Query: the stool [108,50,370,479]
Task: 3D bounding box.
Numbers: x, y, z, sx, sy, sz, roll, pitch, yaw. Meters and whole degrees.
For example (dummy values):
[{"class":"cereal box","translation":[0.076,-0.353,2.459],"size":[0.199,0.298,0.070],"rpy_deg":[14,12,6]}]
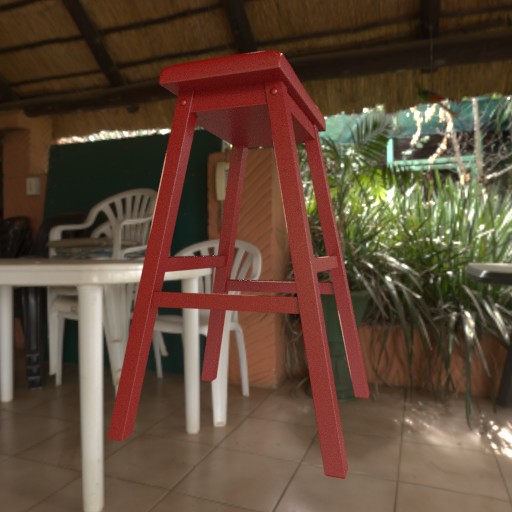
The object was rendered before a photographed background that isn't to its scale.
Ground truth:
[{"class":"stool","translation":[0.000,0.000,1.028],"size":[0.476,0.737,0.457],"rpy_deg":[0,1,19]}]
